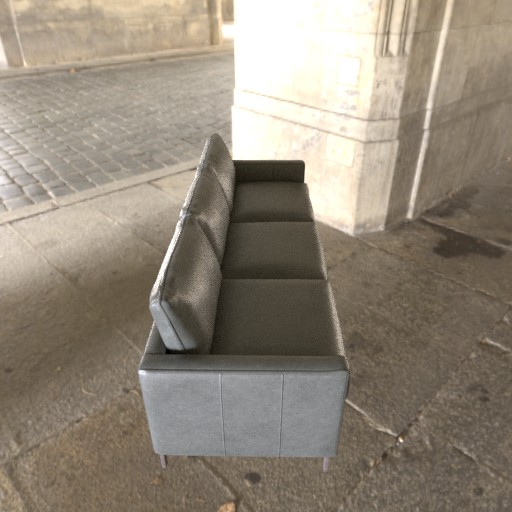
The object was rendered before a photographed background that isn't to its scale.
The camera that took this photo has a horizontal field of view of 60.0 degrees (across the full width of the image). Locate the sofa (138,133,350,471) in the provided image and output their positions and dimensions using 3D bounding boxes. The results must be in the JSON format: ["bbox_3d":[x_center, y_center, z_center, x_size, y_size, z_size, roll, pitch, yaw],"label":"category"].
[{"bbox_3d":[0.000,0.000,2.372,0.748,0.805,2.029,1,32,1],"label":"sofa"}]
